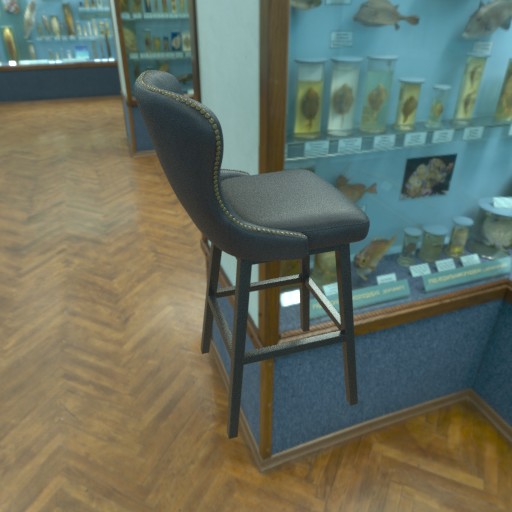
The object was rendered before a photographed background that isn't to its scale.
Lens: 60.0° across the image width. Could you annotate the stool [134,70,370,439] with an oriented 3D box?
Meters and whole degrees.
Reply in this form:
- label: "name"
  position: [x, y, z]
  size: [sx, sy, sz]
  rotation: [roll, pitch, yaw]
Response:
- label: "stool"
  position: [0.000, 0.000, 1.373]
  size: [0.601, 1.050, 0.528]
  rotation: [-9, 31, -15]
